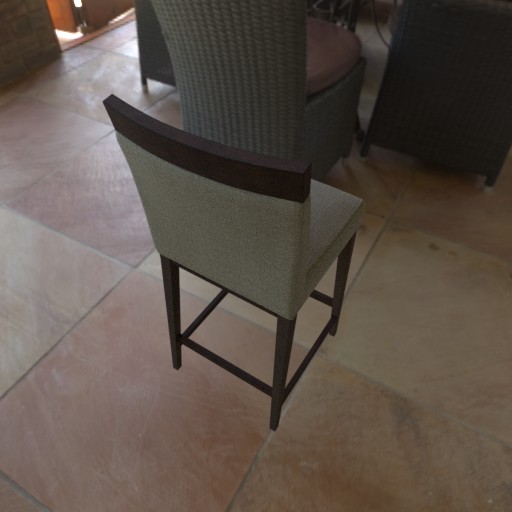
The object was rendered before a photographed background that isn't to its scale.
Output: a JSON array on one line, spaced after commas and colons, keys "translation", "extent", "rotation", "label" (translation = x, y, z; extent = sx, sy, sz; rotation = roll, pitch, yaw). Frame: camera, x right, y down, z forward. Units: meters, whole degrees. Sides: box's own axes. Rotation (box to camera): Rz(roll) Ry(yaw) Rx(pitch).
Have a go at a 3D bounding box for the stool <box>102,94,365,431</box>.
[{"translation": [0.000, 0.000, 1.418], "extent": [0.511, 1.117, 0.531], "rotation": [25, 51, 22], "label": "stool"}]
